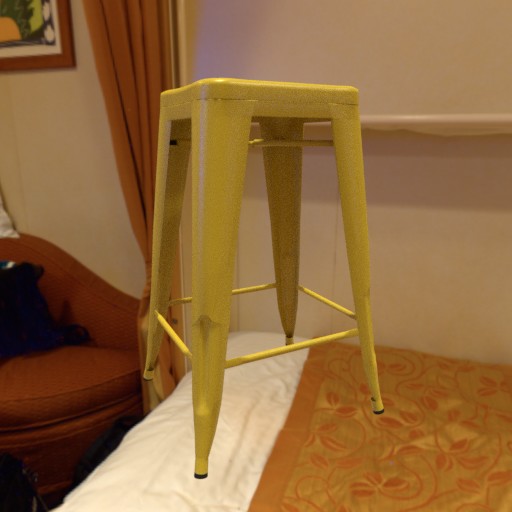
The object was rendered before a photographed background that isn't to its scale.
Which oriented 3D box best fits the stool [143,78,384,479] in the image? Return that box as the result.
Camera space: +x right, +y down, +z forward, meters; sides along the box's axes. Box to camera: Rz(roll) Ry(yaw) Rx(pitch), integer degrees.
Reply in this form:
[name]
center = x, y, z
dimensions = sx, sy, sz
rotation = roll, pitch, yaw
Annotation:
[stool]
center = 0.000, 0.000, 0.863
dimensions = 0.399, 0.609, 0.359
rotation = -8, 17, -27
